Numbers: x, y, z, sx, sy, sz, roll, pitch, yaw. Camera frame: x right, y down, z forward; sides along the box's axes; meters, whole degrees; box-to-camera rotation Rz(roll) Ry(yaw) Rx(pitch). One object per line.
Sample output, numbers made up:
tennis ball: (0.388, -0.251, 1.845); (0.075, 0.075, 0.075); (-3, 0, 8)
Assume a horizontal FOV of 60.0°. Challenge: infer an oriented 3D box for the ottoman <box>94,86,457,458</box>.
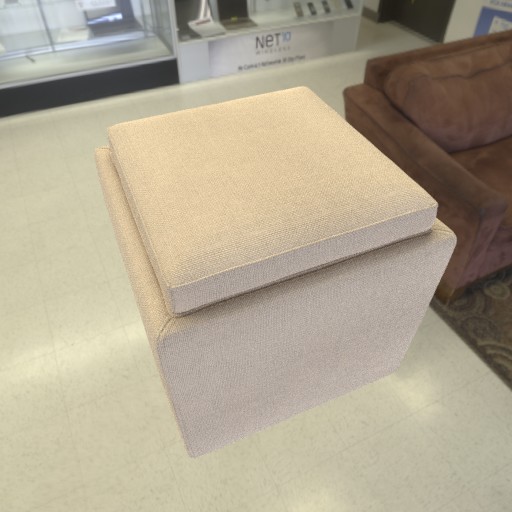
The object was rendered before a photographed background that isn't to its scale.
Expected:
ottoman: (0.000, 0.000, 0.809); (0.450, 0.460, 0.451); (-17, 48, -16)
